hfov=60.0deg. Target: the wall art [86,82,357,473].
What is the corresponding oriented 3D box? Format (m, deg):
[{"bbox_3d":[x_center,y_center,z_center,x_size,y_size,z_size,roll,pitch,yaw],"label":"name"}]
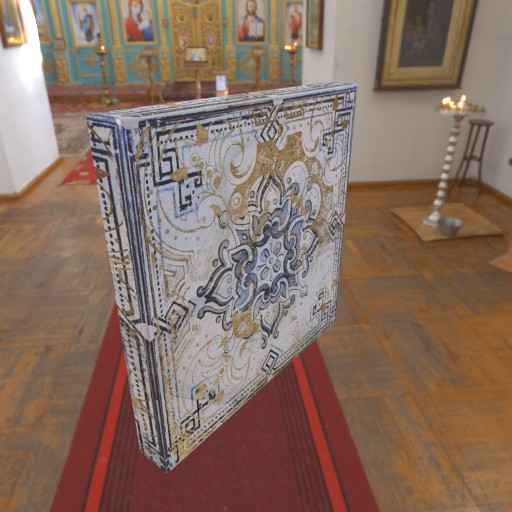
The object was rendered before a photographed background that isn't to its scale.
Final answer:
[{"bbox_3d":[0.000,0.000,0.445,0.038,0.306,0.302,19,32,34],"label":"wall art"}]
